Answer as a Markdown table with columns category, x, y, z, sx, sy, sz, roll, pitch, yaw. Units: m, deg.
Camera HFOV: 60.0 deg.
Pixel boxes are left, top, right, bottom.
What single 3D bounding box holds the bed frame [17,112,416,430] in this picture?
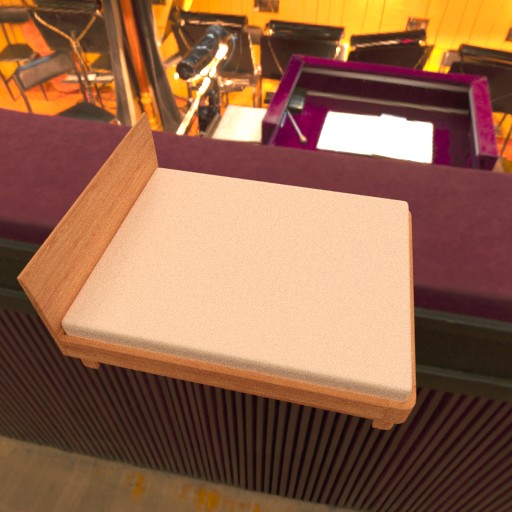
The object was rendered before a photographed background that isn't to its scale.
| category | x | y | z | sx | sy | sz | roll | pitch | yaw |
| --- | --- | --- | --- | --- | --- | --- | --- | --- | --- |
| bed frame | 0.000 | 0.000 | 2.961 | 2.092 | 0.940 | 1.660 | 9 | 48 | 8 |
